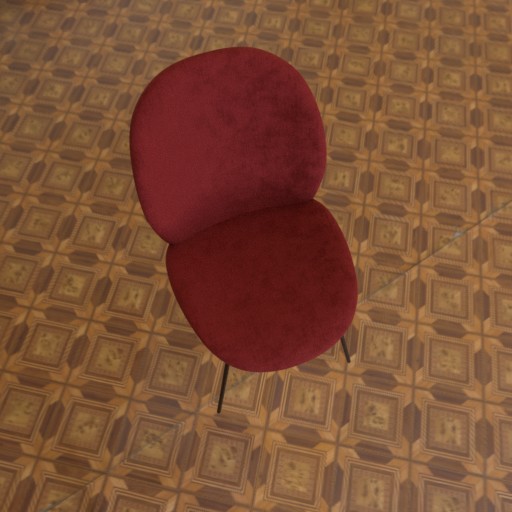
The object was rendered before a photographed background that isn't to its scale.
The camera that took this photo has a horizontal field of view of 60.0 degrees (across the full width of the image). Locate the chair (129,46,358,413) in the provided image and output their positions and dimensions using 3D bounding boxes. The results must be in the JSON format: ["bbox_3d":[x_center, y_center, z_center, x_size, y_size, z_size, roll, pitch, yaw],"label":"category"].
[{"bbox_3d":[0.000,0.000,1.133,0.458,0.791,0.587,-19,65,-9],"label":"chair"}]
